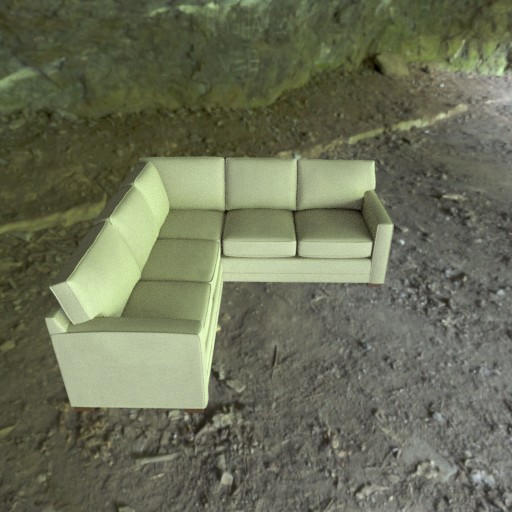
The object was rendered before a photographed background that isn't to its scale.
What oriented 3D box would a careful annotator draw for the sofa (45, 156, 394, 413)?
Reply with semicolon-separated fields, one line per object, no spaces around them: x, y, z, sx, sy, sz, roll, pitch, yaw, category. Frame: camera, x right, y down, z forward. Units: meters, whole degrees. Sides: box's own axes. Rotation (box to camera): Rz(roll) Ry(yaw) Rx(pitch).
0.000;0.000;3.352;2.189;0.939;2.182;1;30;1;sofa
